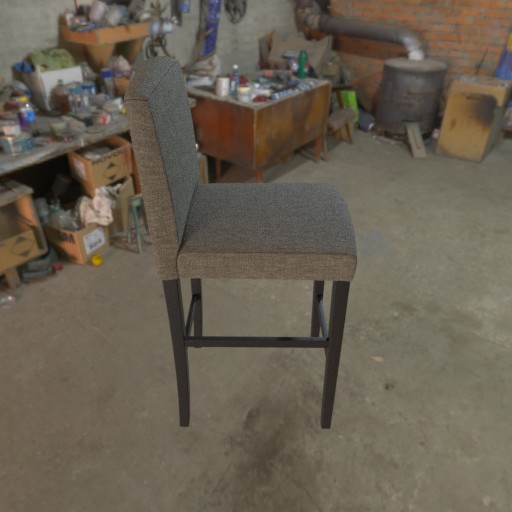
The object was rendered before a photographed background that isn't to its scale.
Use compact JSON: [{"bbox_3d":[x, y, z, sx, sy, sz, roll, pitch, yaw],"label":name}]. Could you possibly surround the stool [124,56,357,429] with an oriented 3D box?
[{"bbox_3d":[0.000,0.000,1.386,0.552,1.138,0.451,0,33,1],"label":"stool"}]
